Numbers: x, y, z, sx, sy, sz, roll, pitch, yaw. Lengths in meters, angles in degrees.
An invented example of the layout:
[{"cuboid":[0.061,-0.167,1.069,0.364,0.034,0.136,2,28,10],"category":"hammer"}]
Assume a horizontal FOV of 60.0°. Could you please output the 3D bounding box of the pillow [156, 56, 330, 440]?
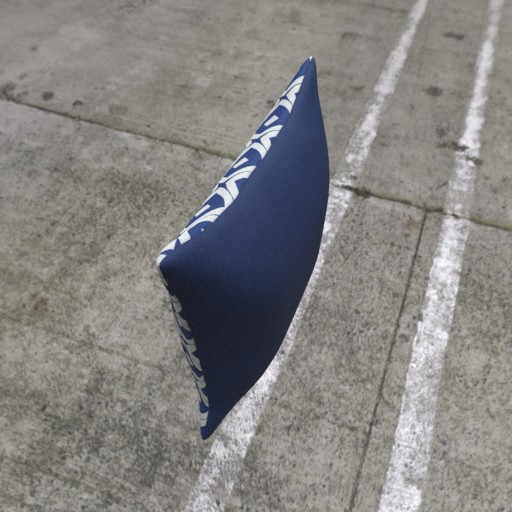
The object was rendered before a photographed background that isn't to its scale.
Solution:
[{"cuboid":[0.000,0.000,0.772,0.188,0.494,0.504,17,50,15],"category":"pillow"}]
